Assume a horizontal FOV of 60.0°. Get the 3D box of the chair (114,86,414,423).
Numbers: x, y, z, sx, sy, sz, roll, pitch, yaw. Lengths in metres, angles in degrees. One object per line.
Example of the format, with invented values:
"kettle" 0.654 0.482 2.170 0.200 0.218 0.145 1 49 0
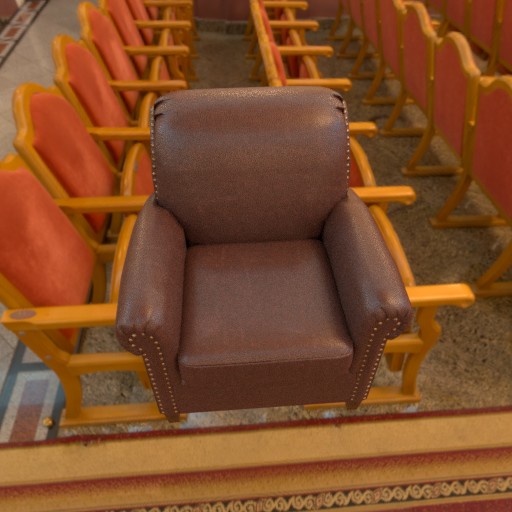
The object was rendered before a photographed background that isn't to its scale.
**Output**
"chair" 0.000 0.000 1.589 0.854 0.927 0.890 -3 45 -3
